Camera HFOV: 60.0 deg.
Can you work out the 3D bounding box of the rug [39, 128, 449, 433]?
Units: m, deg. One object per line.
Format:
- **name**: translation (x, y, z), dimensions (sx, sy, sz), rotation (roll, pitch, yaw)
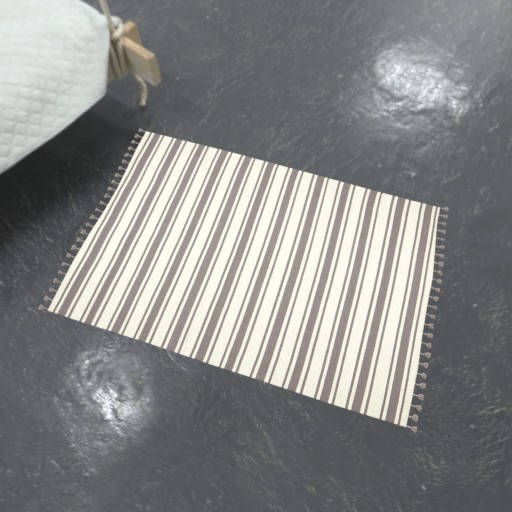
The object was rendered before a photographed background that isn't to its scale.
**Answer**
- **rug**: translation (0.000, 0.000, 2.980), dimensions (2.425, 0.014, 1.563), rotation (16, 65, 8)
